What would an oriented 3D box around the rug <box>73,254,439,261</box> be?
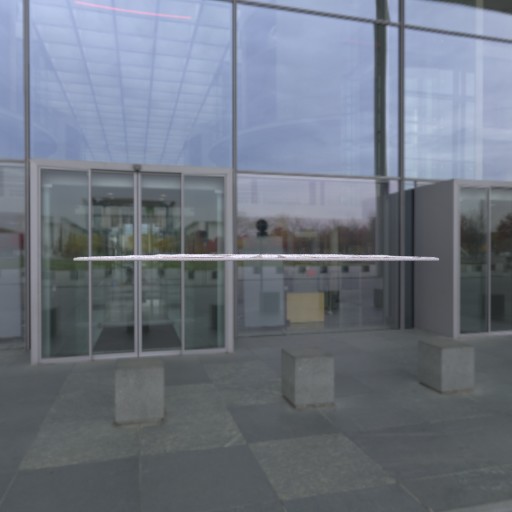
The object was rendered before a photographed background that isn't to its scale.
[{"bbox_3d":[0.000,0.000,1.052,0.515,0.007,0.867,0,0,0],"label":"rug"}]
